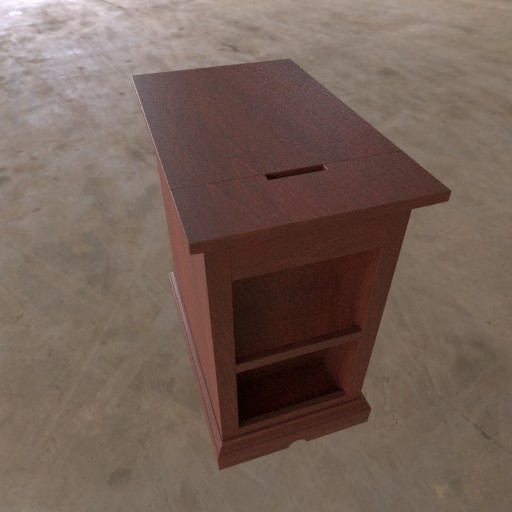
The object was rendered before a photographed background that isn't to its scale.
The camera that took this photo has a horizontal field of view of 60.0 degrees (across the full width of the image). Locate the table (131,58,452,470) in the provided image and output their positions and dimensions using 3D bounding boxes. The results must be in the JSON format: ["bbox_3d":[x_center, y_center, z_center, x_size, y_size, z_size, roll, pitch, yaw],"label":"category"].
[{"bbox_3d":[0.000,0.000,0.957,0.356,0.612,0.584,-12,42,-14],"label":"table"}]
